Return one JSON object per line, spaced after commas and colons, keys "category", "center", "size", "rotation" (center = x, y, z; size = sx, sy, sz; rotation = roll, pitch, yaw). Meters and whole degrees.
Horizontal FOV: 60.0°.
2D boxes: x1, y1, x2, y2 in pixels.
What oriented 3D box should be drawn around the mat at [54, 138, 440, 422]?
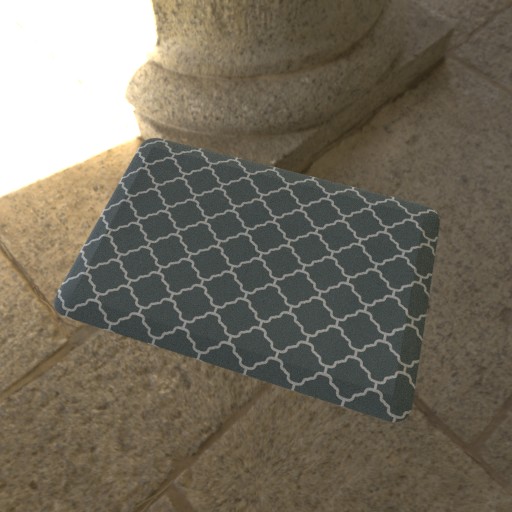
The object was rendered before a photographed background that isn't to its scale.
{"category": "mat", "center": [0.000, 0.000, 0.985], "size": [0.762, 0.021, 0.508], "rotation": [16, 64, 8]}
